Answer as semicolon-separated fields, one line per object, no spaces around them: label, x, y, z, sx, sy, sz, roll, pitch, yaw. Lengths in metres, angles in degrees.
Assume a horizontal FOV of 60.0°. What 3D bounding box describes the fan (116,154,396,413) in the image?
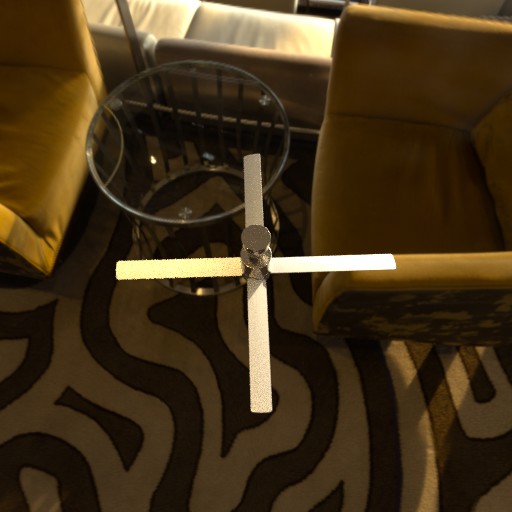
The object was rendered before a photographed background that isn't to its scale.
fan;0.000;0.000;2.004;1.322;0.355;1.322;-2;64;-1
